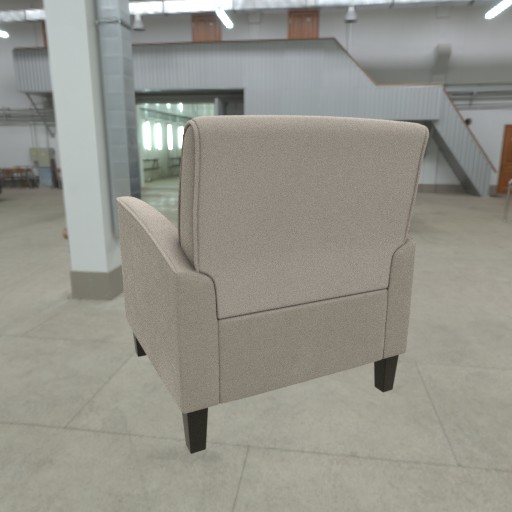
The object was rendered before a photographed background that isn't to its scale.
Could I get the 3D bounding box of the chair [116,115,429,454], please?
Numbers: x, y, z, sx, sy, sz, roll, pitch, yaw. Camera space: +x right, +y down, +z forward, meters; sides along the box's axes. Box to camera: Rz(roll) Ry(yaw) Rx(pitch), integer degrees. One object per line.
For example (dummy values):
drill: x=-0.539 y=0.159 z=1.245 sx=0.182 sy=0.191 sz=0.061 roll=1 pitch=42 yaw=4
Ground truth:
chair: x=0.000 y=0.000 z=1.587 sx=0.820 sy=0.915 sz=0.820 roll=-7 pitch=16 yaw=-26
